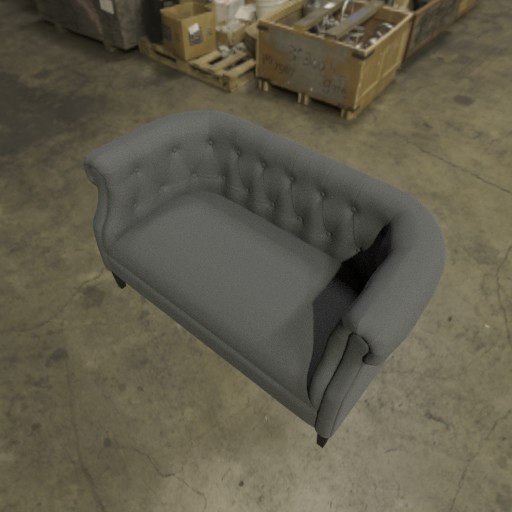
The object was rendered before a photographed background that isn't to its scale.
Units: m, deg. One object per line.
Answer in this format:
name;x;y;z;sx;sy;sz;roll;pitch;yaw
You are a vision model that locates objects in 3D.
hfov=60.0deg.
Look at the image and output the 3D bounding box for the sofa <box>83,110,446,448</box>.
sofa;0.000;0.000;2.076;1.558;0.827;0.835;32;55;26
